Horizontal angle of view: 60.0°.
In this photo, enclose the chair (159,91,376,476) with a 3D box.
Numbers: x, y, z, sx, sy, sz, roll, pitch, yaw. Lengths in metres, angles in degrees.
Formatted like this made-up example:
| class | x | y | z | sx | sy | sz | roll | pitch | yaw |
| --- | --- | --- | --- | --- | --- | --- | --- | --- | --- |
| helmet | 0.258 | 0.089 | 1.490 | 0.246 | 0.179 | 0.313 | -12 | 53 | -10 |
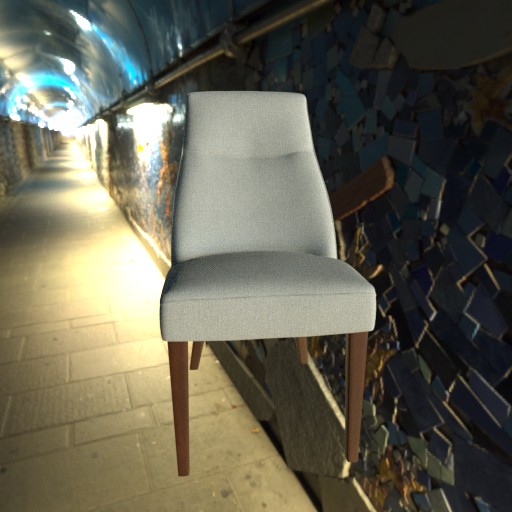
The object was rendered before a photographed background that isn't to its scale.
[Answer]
| class | x | y | z | sx | sy | sz | roll | pitch | yaw |
| --- | --- | --- | --- | --- | --- | --- | --- | --- | --- |
| chair | 0.000 | 0.000 | 1.270 | 0.500 | 0.930 | 0.620 | -2 | 16 | -6 |
